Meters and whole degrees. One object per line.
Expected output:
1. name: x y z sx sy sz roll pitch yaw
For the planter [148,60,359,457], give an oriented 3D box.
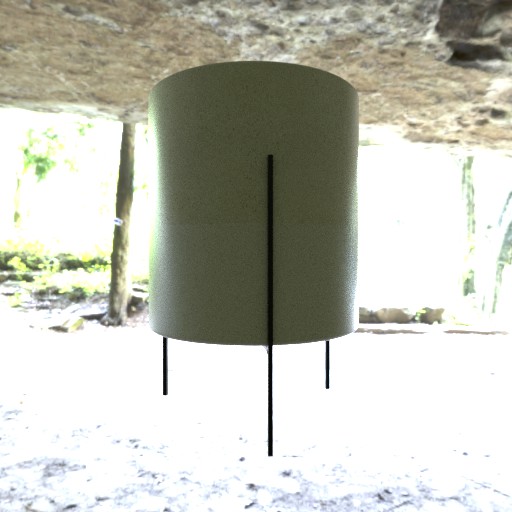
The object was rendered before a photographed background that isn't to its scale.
1. planter: 0.000 0.000 0.705 0.333 0.483 0.324 0 0 -37
